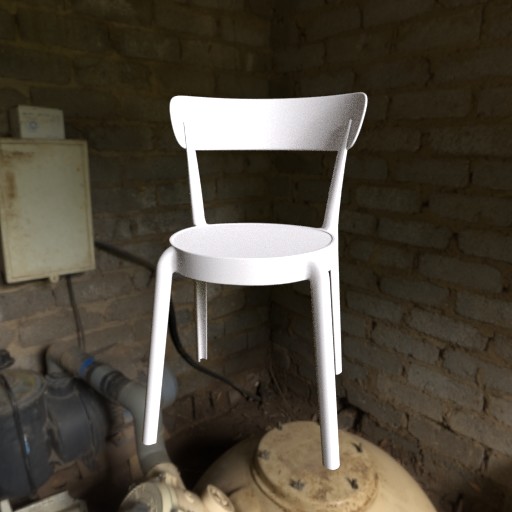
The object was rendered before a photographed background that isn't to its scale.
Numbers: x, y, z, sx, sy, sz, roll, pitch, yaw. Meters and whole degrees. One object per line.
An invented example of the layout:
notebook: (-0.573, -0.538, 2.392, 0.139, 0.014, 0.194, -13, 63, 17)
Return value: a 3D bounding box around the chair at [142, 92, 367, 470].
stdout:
chair: (0.000, 0.000, 1.108, 0.506, 0.790, 0.491, 3, 15, 10)
